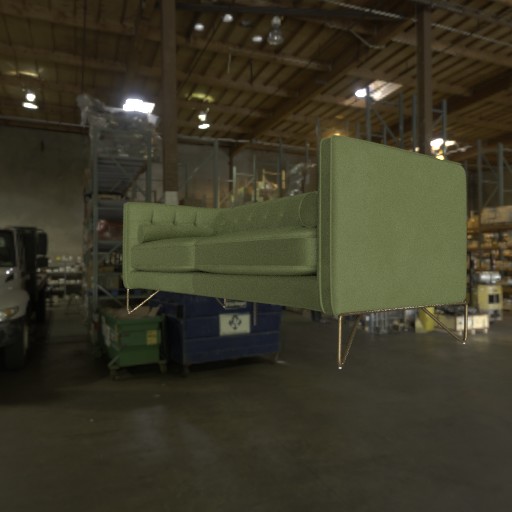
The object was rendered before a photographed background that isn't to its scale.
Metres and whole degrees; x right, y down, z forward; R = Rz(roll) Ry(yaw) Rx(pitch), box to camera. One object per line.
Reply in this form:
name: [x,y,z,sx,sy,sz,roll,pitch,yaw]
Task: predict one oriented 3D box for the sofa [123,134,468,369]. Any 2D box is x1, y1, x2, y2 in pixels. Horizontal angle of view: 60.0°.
sofa: [0.000,0.000,2.530,0.867,0.789,2.087,1,-1,-35]
